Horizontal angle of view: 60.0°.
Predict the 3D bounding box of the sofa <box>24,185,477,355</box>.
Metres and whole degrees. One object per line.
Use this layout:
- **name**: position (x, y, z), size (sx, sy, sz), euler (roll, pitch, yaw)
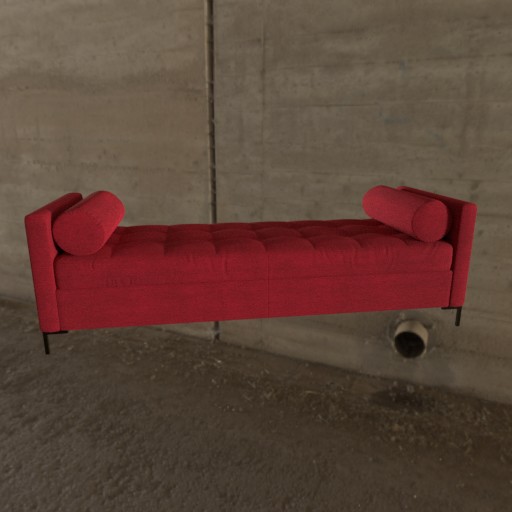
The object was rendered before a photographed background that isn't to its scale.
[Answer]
- **sofa**: position (0.000, 0.000, 2.308), size (1.981, 0.635, 0.686), euler (-2, 16, -8)
